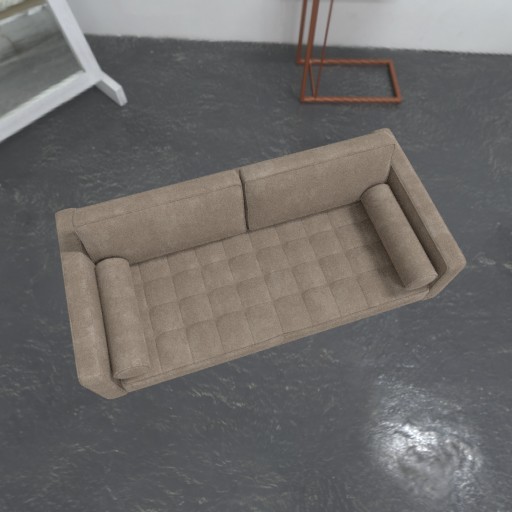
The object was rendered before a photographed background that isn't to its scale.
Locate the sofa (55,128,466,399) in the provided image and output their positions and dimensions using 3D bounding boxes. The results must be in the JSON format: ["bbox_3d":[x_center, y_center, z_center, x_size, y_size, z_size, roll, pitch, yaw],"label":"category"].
[{"bbox_3d":[0.000,0.000,2.327,1.883,0.769,0.920,-16,65,-8],"label":"sofa"}]
